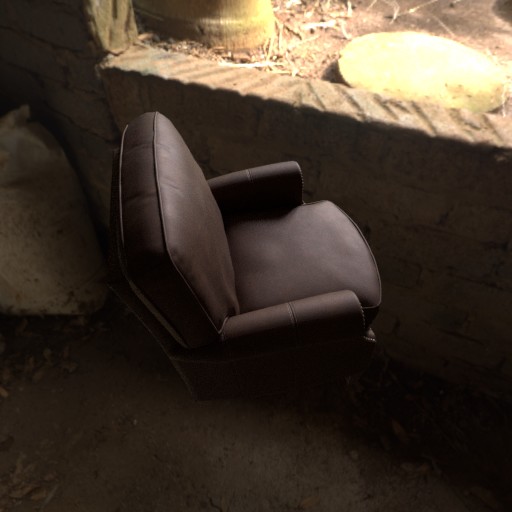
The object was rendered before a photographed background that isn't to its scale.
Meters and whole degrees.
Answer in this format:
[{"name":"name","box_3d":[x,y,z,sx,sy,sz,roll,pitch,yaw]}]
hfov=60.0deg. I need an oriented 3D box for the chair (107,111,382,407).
[{"name":"chair","box_3d":[0.000,0.000,1.780,0.986,1.018,0.936,-8,47,-8]}]
